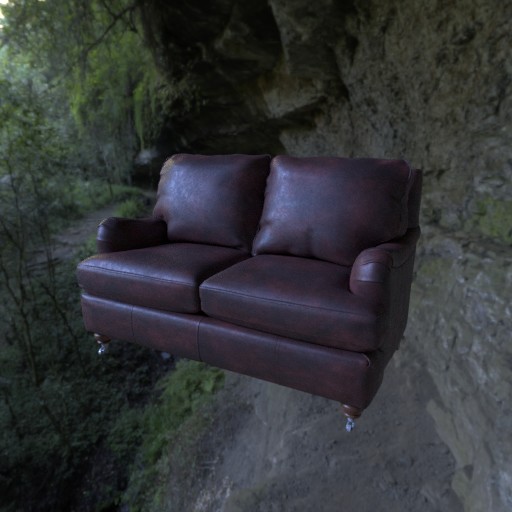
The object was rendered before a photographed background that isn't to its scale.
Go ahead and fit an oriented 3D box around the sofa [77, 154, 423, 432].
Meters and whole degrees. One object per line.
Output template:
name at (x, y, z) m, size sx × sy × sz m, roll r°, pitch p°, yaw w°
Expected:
sofa at (0.000, 0.000, 2.437) m, size 1.628 × 1.070 × 1.148 m, roll 8°, pitch 18°, yaw 27°
